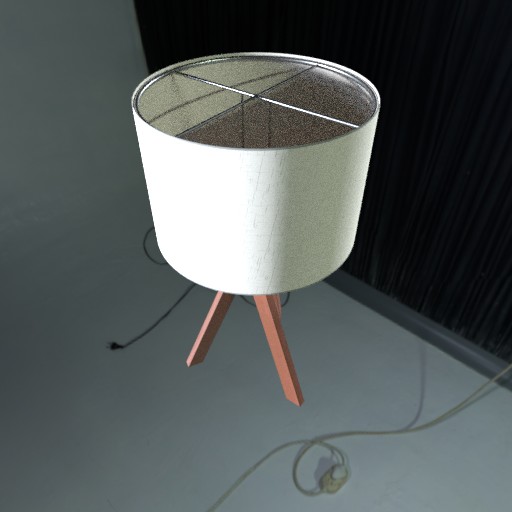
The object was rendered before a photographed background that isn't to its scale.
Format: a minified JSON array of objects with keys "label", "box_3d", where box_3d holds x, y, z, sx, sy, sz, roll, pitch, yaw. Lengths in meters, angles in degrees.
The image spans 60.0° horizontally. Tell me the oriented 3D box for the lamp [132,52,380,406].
[{"label":"lamp","box_3d":[0.000,0.000,0.917,0.380,0.686,0.380,27,48,27]}]
